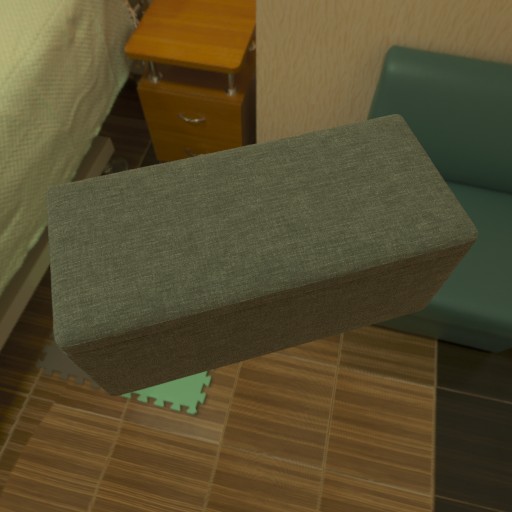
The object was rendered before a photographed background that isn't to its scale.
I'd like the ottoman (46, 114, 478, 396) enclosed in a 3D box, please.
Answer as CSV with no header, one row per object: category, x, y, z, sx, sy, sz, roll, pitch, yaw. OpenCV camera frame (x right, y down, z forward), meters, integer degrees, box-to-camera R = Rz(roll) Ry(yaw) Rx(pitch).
ottoman,0.000,0.000,1.129,0.902,0.432,0.419,-14,60,-8
